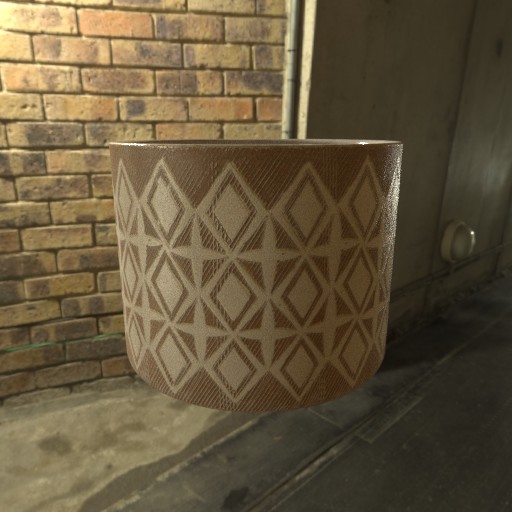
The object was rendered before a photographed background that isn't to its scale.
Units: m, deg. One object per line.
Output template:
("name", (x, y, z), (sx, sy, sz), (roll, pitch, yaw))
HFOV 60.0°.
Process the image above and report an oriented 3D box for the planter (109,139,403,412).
("planter", (0.000, 0.000, 0.327), (0.193, 0.165, 0.193), (0, 16, 0))
